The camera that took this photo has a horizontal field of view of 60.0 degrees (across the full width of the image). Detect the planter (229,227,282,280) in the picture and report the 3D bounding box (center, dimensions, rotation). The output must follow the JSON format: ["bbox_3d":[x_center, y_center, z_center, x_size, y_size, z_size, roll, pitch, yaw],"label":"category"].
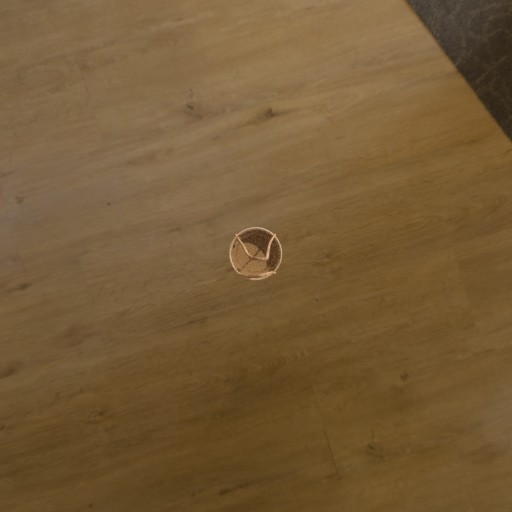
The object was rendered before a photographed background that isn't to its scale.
[{"bbox_3d":[0.000,0.000,0.925,0.146,0.841,0.146,0,91,0],"label":"planter"}]
